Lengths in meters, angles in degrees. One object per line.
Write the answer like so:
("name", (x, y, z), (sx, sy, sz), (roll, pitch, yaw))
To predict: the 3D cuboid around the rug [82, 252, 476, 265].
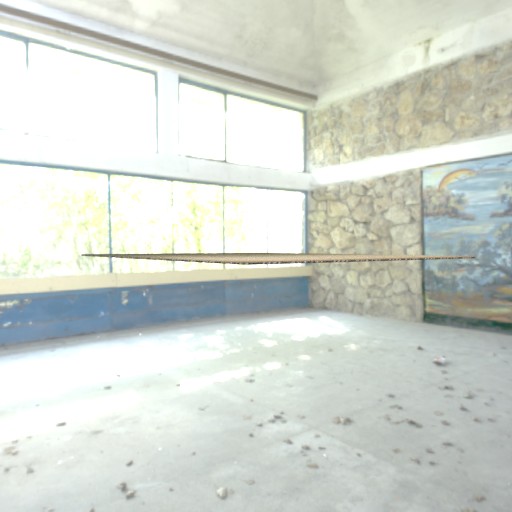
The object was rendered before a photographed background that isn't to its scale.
("rug", (0.000, 0.000, 4.041), (2.305, 0.017, 2.902), (-1, 1, -37))
